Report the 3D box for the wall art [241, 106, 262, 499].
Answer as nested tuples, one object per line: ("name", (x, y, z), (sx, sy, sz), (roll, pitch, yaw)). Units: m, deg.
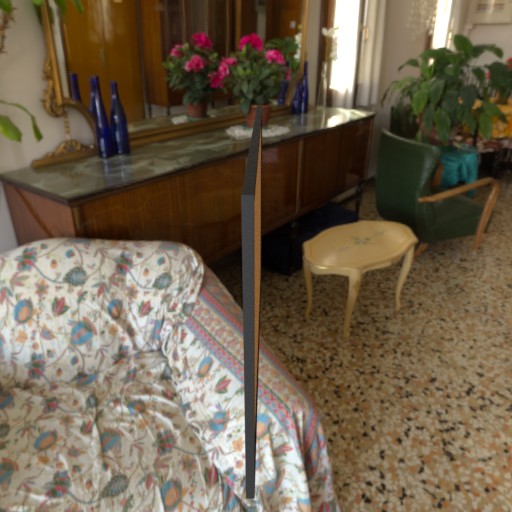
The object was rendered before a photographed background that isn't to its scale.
("wall art", (0.000, 0.000, 0.840), (0.013, 0.458, 0.664), (1, 26, 1))
